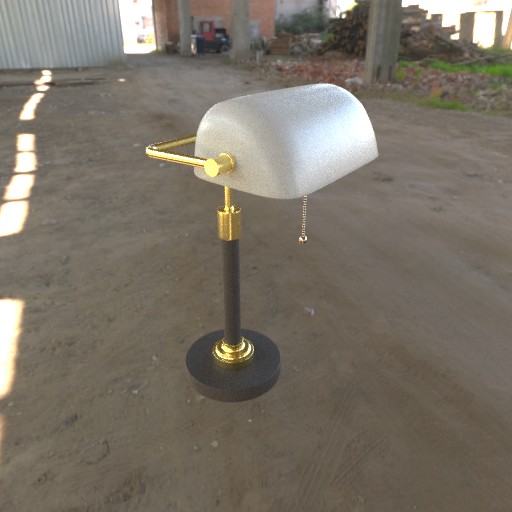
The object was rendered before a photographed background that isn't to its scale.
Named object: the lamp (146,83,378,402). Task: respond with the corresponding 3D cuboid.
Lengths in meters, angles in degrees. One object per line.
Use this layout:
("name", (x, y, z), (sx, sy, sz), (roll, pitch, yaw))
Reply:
("lamp", (0.000, 0.000, 0.563), (0.227, 0.404, 0.269), (17, 31, 31))
